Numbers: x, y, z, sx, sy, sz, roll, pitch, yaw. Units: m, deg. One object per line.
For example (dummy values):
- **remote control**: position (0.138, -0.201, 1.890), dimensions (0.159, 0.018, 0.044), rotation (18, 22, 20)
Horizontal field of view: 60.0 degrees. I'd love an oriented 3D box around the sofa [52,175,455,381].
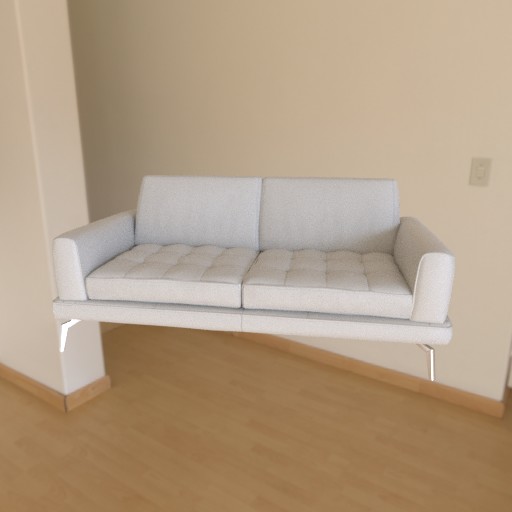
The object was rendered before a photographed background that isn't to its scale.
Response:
- **sofa**: position (0.000, 0.000, 2.775), dimensions (2.177, 0.930, 1.121), rotation (2, 15, 9)
